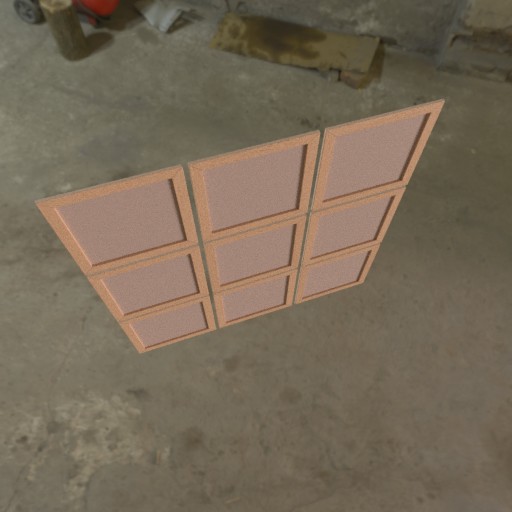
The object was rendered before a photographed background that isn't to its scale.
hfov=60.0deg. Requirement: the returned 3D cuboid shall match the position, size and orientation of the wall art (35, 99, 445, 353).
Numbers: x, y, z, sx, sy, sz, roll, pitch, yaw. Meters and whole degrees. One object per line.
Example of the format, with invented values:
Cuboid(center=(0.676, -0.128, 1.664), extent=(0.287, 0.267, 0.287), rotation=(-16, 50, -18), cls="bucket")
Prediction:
Cuboid(center=(0.000, 0.000, 2.214), extent=(1.519, 1.507, 0.014), rotation=(-16, 61, -10), cls="wall art")
